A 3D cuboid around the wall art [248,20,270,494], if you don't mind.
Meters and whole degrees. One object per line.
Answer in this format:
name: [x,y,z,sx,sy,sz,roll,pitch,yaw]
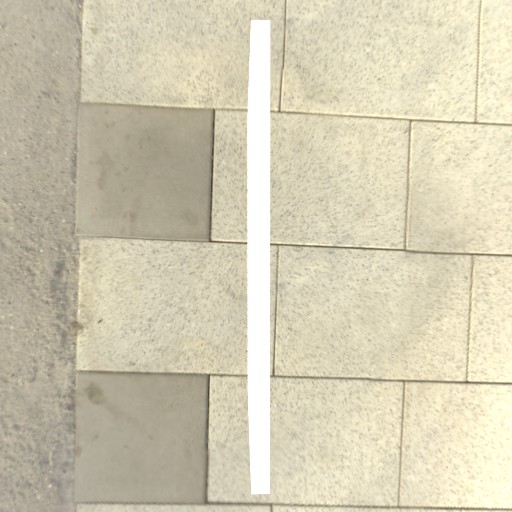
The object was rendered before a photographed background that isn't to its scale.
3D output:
wall art: [0.000,0.000,1.675,0.051,0.902,1.308,0,92,-2]
